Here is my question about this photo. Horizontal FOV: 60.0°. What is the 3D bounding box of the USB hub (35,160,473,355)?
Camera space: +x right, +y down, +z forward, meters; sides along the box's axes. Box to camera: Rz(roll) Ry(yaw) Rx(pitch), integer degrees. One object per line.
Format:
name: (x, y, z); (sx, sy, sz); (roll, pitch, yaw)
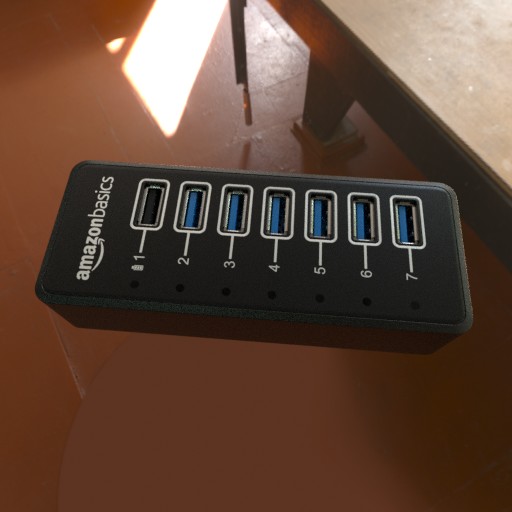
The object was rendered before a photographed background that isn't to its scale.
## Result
USB hub: (0.000, 0.000, 0.128); (0.110, 0.023, 0.044); (4, 65, 2)
